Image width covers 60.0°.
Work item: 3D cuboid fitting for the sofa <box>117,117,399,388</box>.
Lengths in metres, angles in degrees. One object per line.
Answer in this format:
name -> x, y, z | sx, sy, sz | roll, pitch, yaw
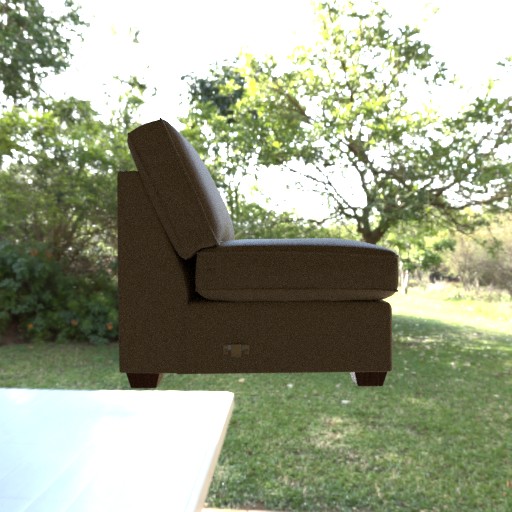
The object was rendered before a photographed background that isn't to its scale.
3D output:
sofa -> 0.000, 0.000, 2.517 | 1.027, 0.973, 1.962 | 0, 0, -1
